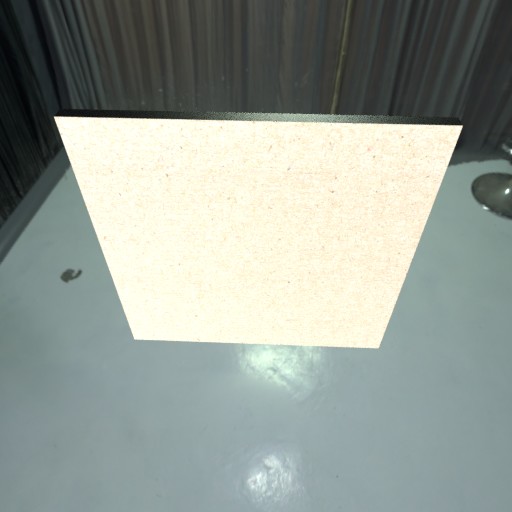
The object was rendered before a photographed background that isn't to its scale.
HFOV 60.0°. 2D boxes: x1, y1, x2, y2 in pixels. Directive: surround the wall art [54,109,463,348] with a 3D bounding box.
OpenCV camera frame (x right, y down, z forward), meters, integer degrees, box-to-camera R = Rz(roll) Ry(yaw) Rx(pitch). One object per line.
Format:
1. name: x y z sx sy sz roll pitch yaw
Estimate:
1. wall art: 0.000 0.000 1.130 0.773 0.775 0.031 2 47 2
